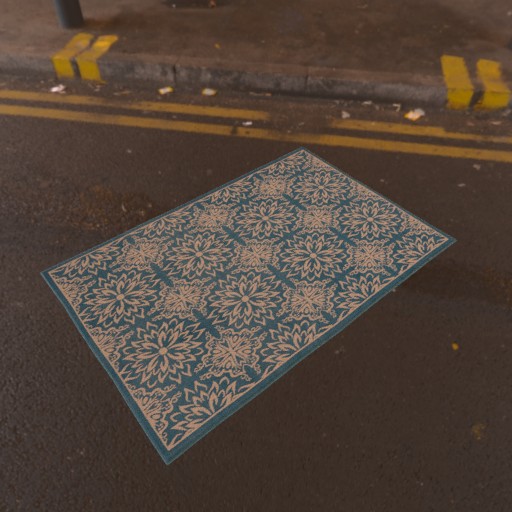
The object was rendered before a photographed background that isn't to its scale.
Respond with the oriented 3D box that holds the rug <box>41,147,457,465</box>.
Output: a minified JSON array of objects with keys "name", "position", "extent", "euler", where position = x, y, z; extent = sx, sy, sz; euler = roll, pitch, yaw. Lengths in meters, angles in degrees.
[{"name":"rug","position":[0.000,0.000,2.325],"extent":[1.833,0.012,1.211],"euler":[-31,53,-26]}]
